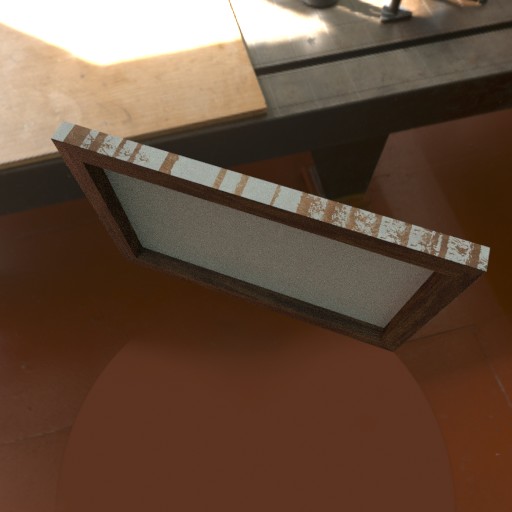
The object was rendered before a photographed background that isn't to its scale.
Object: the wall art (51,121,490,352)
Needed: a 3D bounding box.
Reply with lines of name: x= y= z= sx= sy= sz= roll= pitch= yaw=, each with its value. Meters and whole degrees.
wall art: x=0.000 y=0.000 z=0.773 sx=0.609 sy=0.405 sz=0.035 roll=18 pitch=65 yaw=9
